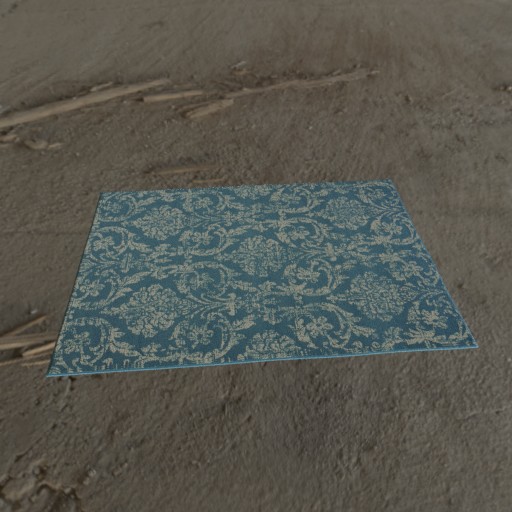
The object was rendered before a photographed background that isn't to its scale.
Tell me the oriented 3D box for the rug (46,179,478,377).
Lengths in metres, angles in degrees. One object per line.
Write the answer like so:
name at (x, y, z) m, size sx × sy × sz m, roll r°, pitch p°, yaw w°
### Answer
rug at (0.000, 0.000, 2.808) m, size 2.205 × 0.012 × 1.554 m, roll -3°, pitch 44°, yaw -3°
